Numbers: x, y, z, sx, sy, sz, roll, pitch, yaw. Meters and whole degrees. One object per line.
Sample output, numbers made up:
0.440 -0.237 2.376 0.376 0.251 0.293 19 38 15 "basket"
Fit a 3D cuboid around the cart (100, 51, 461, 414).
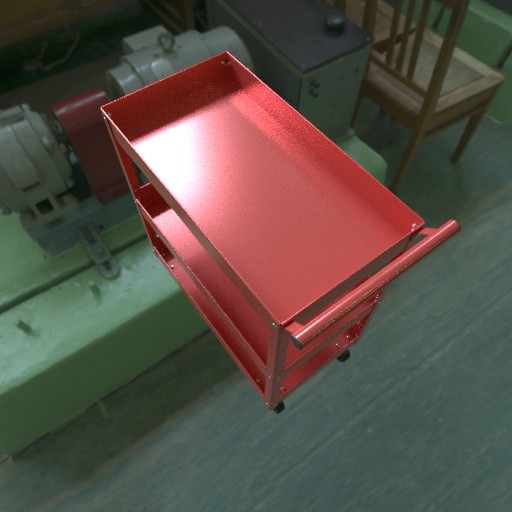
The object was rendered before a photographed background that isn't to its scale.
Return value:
0.000 0.000 1.198 0.366 0.780 0.719 -32 64 -18 "cart"
